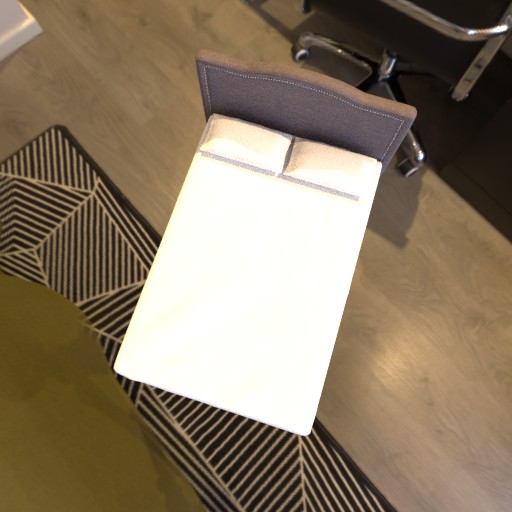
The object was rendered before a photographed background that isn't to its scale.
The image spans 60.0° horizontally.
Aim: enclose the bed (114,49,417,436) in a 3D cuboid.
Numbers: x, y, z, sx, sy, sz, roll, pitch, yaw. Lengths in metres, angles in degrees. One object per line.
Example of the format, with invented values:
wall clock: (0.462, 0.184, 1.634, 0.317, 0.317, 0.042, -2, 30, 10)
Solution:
bed: (0.000, 0.000, 3.562, 1.741, 1.441, 2.507, 17, 76, 4)
